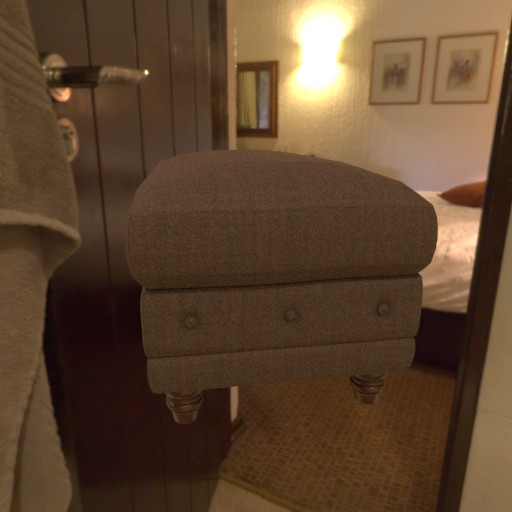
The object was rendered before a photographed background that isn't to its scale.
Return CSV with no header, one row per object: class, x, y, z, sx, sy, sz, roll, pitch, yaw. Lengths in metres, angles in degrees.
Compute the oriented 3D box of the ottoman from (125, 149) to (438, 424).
ottoman,0.000,0.000,1.221,0.599,0.555,0.809,-3,17,-9
